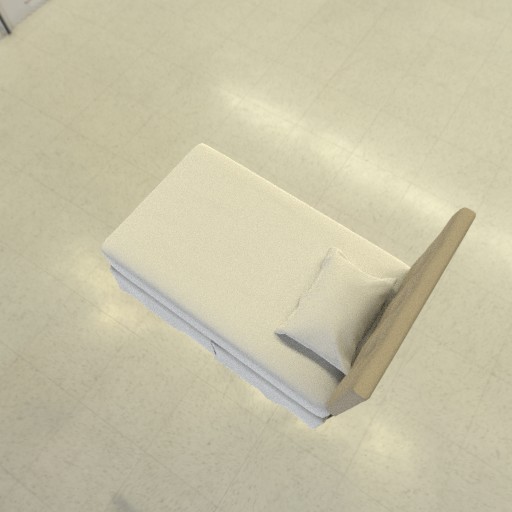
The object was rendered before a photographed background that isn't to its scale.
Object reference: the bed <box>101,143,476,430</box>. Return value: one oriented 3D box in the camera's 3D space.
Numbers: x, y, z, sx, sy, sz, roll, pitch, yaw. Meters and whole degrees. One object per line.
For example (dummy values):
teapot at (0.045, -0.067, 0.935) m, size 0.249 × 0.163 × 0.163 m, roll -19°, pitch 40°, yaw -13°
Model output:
bed at (0.000, 0.000, 3.006) m, size 1.997 × 1.571 × 1.261 m, roll 33°, pitch 70°, yaw 14°
